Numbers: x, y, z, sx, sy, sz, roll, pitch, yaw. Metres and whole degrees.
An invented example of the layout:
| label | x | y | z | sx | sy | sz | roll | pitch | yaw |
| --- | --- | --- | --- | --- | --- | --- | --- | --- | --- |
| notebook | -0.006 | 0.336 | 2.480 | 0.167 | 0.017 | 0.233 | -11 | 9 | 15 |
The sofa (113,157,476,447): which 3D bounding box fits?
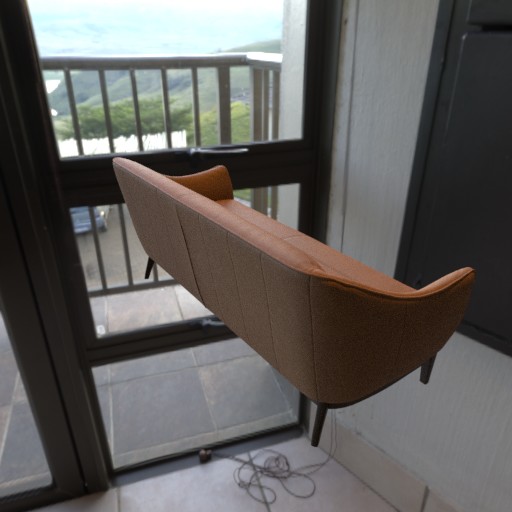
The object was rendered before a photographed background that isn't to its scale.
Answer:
| label | x | y | z | sx | sy | sz | roll | pitch | yaw |
| --- | --- | --- | --- | --- | --- | --- | --- | --- | --- |
| sofa | 0.000 | 0.000 | 2.336 | 0.869 | 0.830 | 1.928 | -18 | 32 | -32 |
